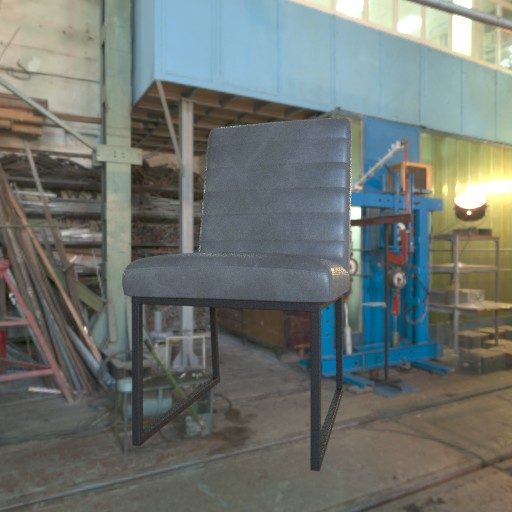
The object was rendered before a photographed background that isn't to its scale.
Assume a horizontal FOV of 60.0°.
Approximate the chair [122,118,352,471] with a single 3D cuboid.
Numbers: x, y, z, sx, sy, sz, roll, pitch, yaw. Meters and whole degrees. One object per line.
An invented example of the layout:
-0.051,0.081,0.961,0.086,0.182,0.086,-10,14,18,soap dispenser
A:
0.000,0.000,1.309,0.520,0.930,0.634,0,1,16,chair
